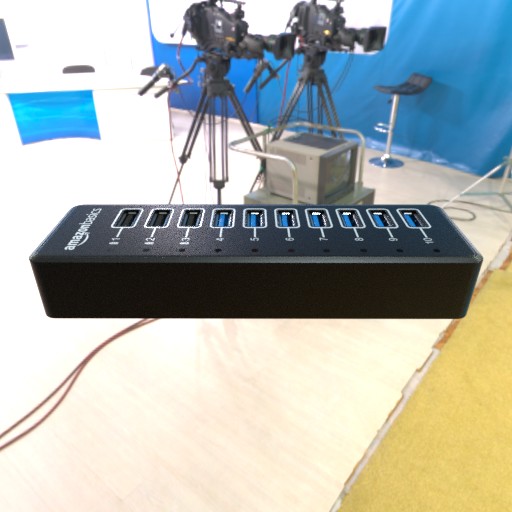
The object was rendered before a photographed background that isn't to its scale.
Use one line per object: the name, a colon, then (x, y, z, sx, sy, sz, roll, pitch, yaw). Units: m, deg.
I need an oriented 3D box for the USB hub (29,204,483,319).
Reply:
USB hub: (0.000, 0.000, 0.162, 0.145, 0.023, 0.044, 0, 31, 0)
